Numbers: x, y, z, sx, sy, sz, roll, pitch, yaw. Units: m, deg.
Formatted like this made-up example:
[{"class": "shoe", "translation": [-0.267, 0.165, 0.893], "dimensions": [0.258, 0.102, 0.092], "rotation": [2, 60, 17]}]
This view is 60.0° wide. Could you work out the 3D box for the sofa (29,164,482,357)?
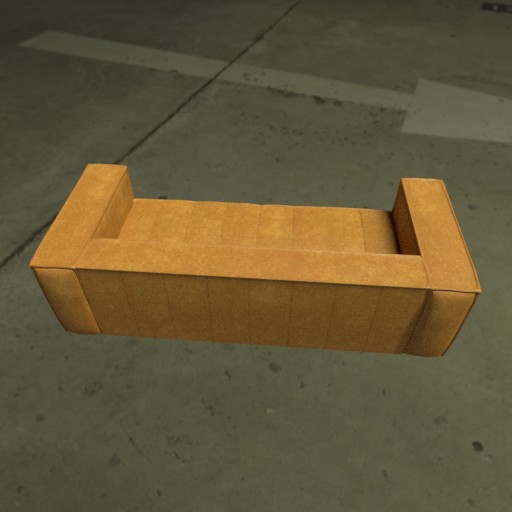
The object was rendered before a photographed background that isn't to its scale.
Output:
[{"class": "sofa", "translation": [0.000, 0.000, 3.049], "dimensions": [2.581, 0.701, 1.102], "rotation": [3, 45, 3]}]
